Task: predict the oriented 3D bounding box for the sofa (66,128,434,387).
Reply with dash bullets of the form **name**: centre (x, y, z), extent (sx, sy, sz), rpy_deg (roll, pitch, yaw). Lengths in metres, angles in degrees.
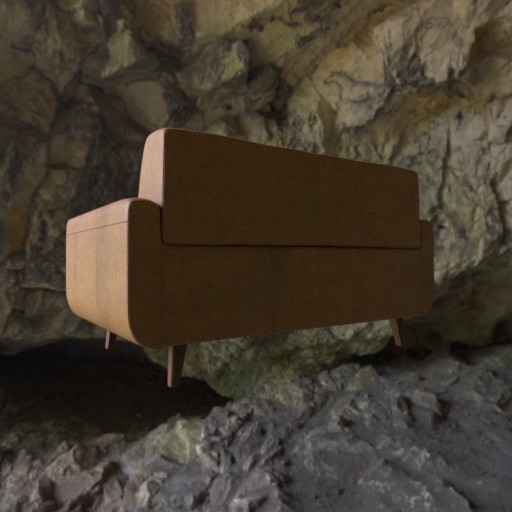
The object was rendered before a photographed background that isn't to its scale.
- **sofa**: centre (0.000, 0.000, 2.269), extent (1.651, 0.925, 0.952), rpy_deg (0, 0, -34)
